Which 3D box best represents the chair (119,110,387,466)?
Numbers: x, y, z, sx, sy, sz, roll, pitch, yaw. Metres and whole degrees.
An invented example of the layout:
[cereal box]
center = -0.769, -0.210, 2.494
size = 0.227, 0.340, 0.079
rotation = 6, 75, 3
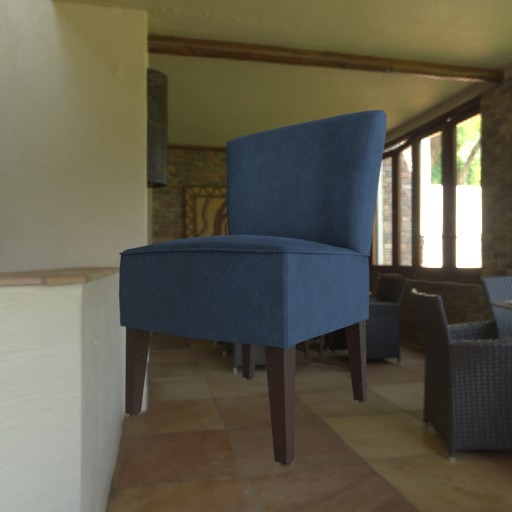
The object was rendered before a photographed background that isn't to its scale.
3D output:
[chair]
center = 0.000, 0.000, 1.160
size = 0.521, 0.806, 0.551
rotation = 0, -1, 36
